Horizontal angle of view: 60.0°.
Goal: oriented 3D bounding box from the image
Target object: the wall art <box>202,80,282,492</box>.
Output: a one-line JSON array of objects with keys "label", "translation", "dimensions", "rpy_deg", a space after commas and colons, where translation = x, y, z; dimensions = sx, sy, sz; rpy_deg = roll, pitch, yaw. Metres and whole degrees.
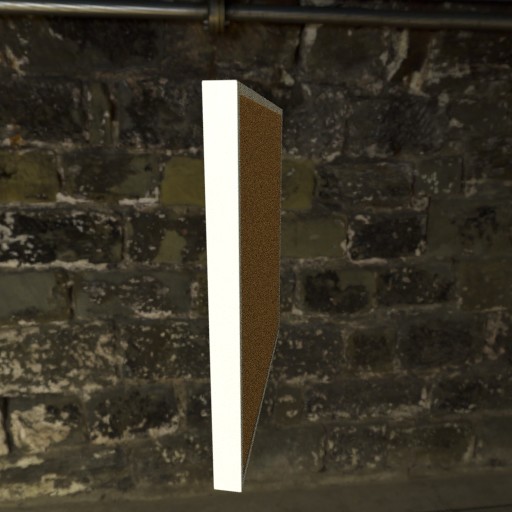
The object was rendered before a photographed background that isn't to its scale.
[{"label": "wall art", "translation": [0.000, 0.000, 0.762], "dimensions": [0.037, 0.508, 0.508], "rpy_deg": [2, 15, 8]}]
